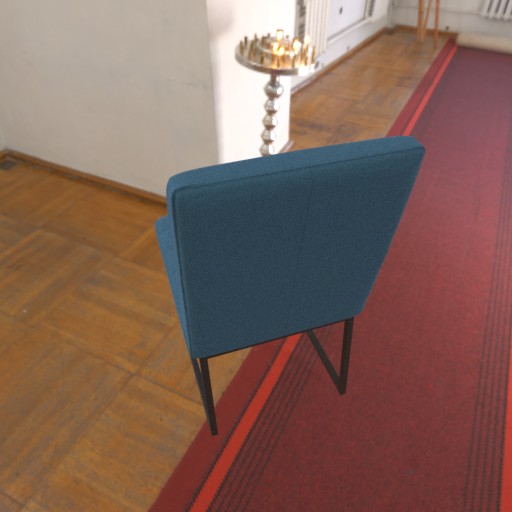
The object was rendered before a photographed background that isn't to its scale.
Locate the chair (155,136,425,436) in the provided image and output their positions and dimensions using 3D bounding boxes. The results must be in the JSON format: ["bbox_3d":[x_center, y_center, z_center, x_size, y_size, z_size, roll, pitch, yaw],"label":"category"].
[{"bbox_3d":[0.000,0.000,1.314,0.520,0.930,0.634,-12,42,-14],"label":"chair"}]
